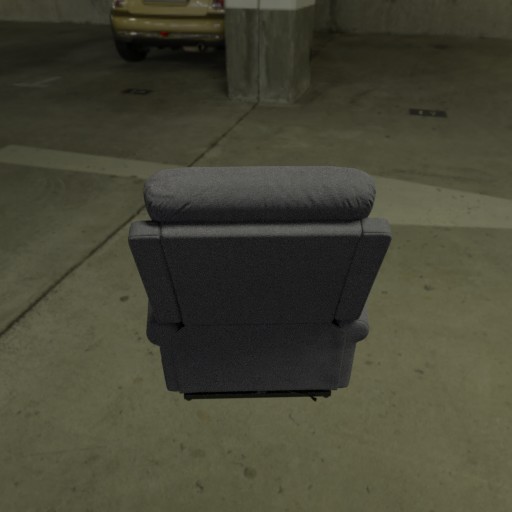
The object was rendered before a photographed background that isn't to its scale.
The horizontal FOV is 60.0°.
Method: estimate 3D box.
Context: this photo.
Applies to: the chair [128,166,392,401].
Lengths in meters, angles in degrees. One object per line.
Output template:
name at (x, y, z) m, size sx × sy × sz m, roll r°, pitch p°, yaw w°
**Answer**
chair at (0.000, 0.000, 1.726) m, size 0.871 × 1.031 × 0.979 m, roll -1°, pitch 33°, yaw -1°
